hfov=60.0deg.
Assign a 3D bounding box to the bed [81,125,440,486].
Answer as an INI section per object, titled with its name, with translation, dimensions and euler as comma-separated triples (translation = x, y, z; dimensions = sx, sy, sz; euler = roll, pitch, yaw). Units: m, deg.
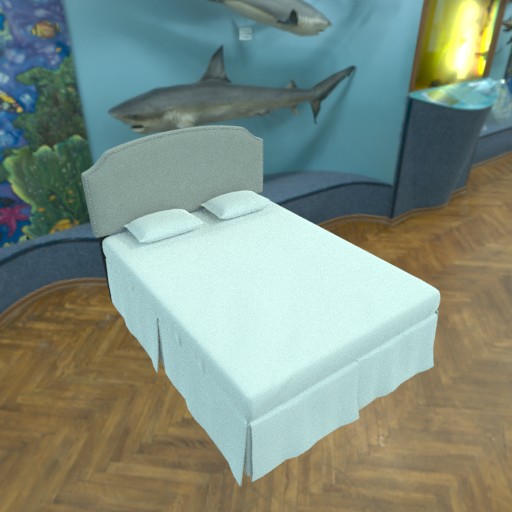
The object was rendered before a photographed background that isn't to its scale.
[bed]
translation = 0.000, 0.000, 2.946
dimensions = 1.558, 1.270, 1.999
euler = -20, 36, -31
